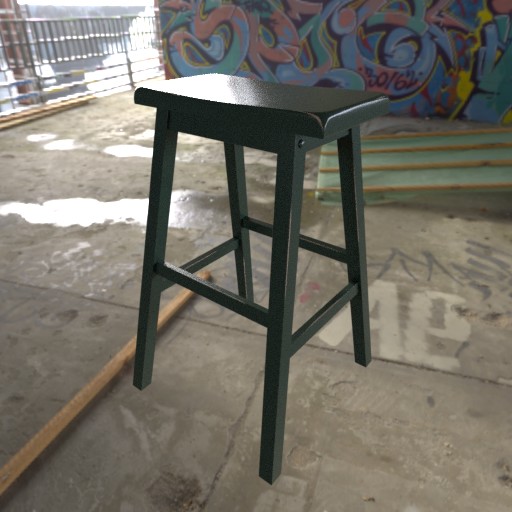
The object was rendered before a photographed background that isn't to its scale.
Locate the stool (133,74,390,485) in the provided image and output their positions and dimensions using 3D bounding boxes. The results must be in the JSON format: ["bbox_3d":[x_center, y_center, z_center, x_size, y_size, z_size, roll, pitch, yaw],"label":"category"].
[{"bbox_3d":[0.000,0.000,1.033,0.457,0.737,0.476,21,36,33],"label":"stool"}]
